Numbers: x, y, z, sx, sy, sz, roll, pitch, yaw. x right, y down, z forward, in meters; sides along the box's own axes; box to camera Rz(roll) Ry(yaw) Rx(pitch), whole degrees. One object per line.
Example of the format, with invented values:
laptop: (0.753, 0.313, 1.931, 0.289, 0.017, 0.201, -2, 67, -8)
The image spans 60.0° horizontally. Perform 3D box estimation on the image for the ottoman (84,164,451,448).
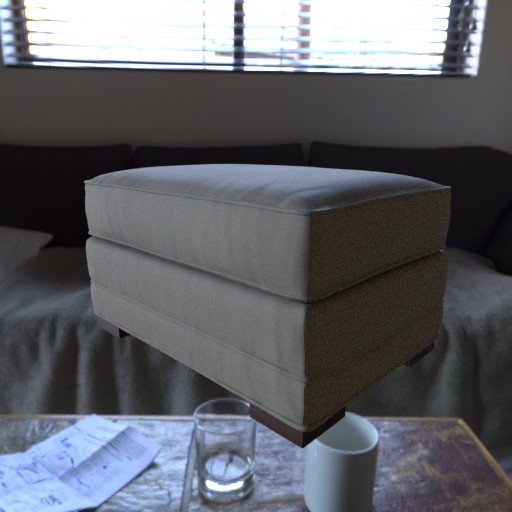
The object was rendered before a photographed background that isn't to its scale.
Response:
ottoman: (0.000, 0.000, 1.218, 0.848, 0.482, 0.611, 14, 20, 43)
